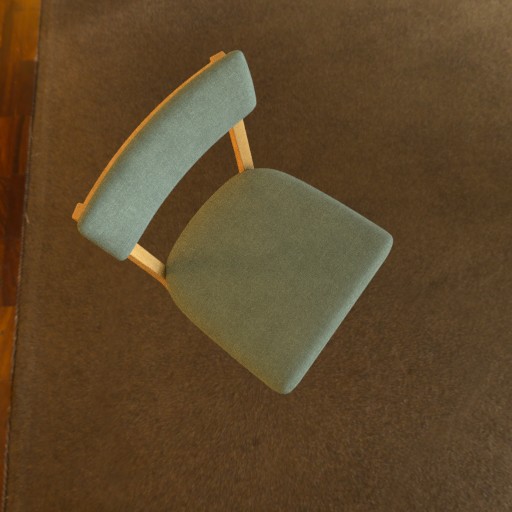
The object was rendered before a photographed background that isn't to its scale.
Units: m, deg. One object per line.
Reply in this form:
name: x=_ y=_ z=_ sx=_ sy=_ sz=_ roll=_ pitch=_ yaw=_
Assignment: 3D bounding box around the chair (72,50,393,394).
chair: x=0.000 y=0.000 z=1.210 sx=0.572 sy=0.832 sz=0.508 roll=36 pitch=78 yaw=9
